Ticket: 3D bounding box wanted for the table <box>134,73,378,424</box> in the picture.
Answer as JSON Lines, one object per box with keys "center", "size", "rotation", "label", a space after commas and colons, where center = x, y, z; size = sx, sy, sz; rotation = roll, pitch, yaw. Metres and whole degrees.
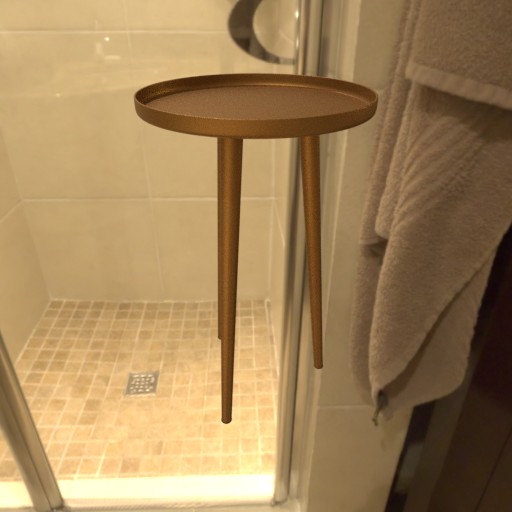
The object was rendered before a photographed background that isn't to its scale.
{"center": [0.000, 0.000, 0.677], "size": [0.299, 0.480, 0.299], "rotation": [-22, 37, -33], "label": "table"}
